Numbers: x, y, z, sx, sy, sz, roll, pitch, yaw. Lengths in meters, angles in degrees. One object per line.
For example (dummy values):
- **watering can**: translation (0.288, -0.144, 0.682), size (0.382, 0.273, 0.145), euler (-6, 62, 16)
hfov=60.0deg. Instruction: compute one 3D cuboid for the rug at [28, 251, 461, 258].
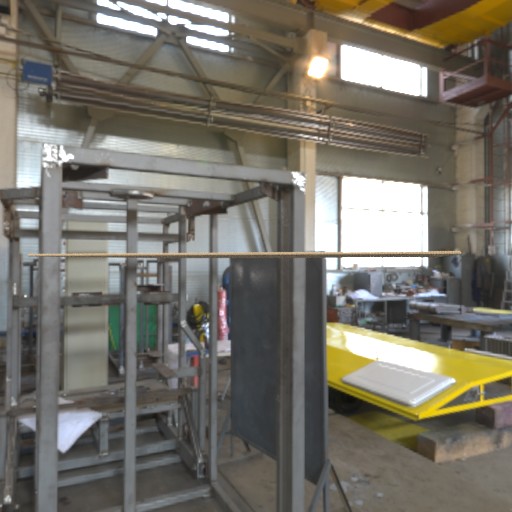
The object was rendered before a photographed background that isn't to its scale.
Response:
- **rug**: translation (0.000, 0.000, 2.904), size (2.290, 0.014, 1.526), euler (0, -1, 19)
